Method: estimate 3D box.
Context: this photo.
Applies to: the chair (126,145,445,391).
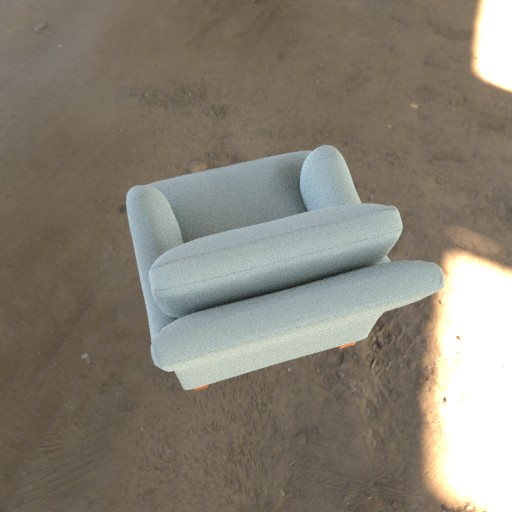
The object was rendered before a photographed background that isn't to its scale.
[{"bbox_3d":[0.000,0.000,1.897,0.955,1.038,1.070,-14,59,-9],"label":"chair"}]
